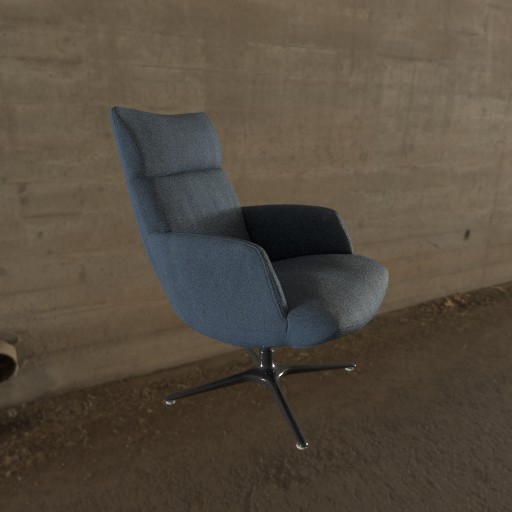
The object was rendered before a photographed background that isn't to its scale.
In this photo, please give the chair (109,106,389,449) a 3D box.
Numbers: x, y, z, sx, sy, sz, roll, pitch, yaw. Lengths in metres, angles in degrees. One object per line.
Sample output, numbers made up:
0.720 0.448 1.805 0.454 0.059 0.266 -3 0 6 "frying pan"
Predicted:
0.000 0.000 1.592 0.889 1.016 0.711 8 17 26 "chair"
